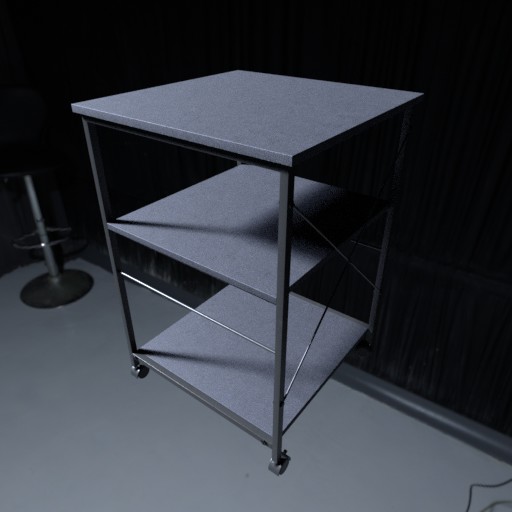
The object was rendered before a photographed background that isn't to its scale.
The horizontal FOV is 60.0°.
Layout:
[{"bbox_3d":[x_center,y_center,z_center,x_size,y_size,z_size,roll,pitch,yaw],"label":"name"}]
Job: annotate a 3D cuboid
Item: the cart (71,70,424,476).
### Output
[{"bbox_3d":[0.000,0.000,1.114,0.520,0.762,0.521,22,37,31],"label":"cart"}]
